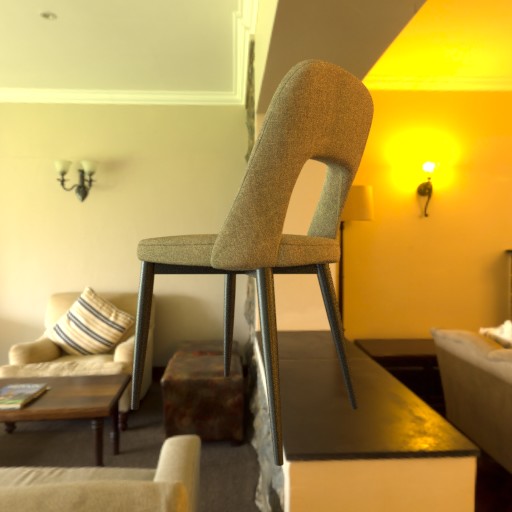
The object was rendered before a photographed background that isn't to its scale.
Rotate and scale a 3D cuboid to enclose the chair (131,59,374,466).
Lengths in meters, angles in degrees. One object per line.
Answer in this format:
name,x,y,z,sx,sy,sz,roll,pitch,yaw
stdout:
chair,0.000,0.000,1.294,0.612,0.931,0.470,1,2,38
